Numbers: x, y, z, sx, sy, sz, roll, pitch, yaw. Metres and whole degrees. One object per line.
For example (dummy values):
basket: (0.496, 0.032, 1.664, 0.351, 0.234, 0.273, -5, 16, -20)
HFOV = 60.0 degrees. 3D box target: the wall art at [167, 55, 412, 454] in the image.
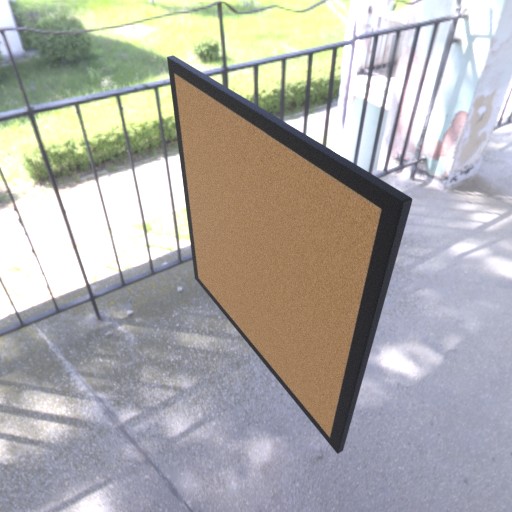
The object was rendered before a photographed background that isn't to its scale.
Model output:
wall art: (0.000, 0.000, 0.958, 0.016, 0.659, 0.663, -24, 46, -25)
